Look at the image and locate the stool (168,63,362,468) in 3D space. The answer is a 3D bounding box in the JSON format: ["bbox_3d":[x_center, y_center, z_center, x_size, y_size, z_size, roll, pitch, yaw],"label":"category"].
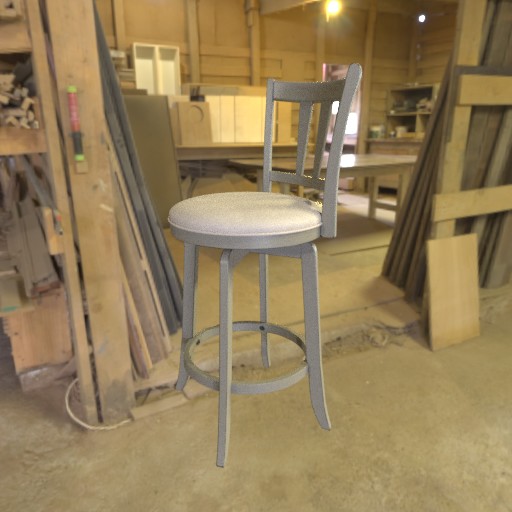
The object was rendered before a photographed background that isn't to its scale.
[{"bbox_3d":[0.000,0.000,1.273,0.486,0.994,0.450,-8,19,-25],"label":"stool"}]
